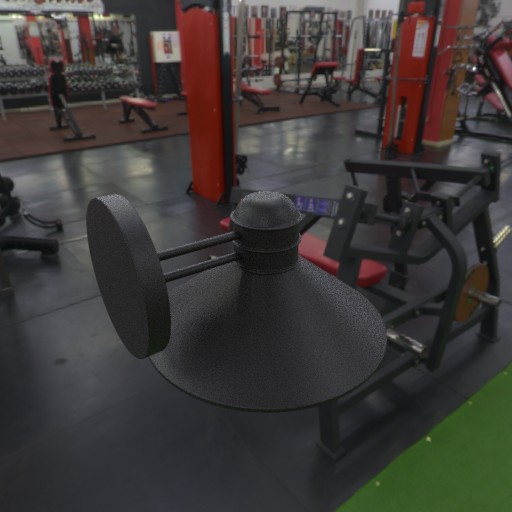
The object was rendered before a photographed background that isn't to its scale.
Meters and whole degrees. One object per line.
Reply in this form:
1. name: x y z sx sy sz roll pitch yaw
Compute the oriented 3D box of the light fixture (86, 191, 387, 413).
1. light fixture: 0.000 0.000 0.679 0.434 0.265 0.396 -17 31 -31
